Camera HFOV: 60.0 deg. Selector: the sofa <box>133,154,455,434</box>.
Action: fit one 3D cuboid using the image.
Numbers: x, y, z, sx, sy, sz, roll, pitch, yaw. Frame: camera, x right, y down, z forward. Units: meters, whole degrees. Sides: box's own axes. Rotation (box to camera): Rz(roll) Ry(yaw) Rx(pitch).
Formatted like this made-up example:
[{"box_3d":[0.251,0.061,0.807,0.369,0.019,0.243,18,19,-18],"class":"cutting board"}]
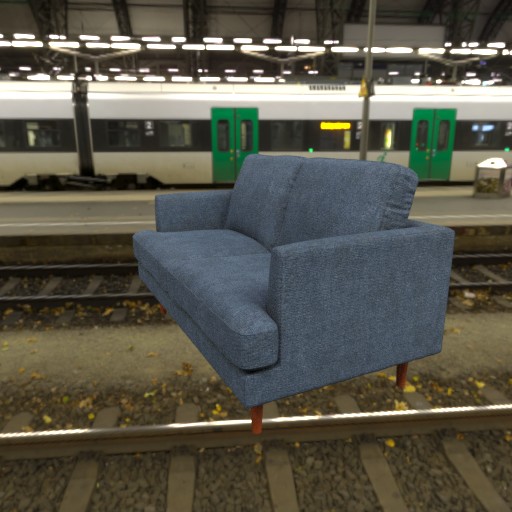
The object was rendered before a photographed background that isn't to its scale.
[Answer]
[{"box_3d":[0.000,0.000,2.168,0.903,0.944,1.582,-7,16,-26],"class":"sofa"}]
